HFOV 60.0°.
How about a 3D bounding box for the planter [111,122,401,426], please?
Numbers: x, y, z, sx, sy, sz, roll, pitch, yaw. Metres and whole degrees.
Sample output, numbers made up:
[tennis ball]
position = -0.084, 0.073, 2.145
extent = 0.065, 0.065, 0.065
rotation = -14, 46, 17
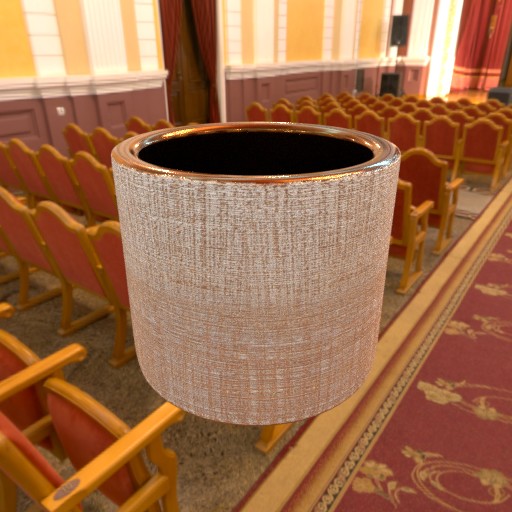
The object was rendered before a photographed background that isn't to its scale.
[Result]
[planter]
position = 0.000, 0.000, 0.310
extent = 0.177, 0.157, 0.177
rotation = 0, 25, 0
